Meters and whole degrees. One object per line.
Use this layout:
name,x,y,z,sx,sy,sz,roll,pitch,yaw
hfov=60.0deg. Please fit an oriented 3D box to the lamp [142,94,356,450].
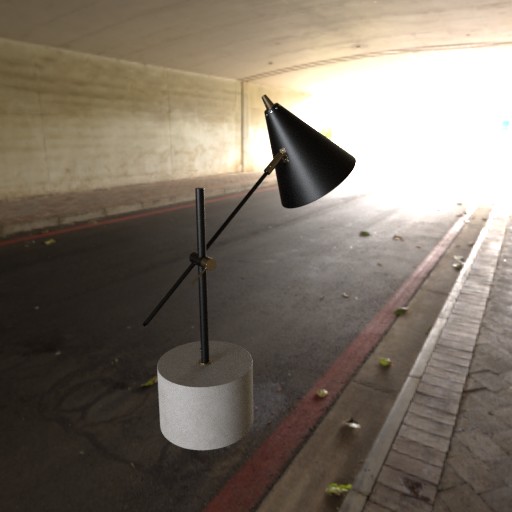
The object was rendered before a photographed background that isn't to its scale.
lamp,0.000,0.000,0.739,0.403,0.518,0.214,-7,17,-26
